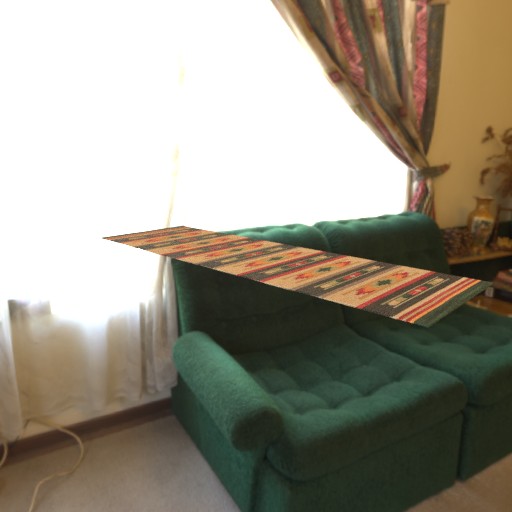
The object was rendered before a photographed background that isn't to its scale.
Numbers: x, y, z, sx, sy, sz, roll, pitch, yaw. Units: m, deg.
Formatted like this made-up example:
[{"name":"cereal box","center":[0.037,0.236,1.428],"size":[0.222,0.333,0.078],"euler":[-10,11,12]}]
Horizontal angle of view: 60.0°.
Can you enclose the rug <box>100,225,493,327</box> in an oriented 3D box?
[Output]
[{"name":"rug","center":[0.000,0.000,2.684],"size":[2.440,0.009,0.760],"euler":[12,18,42]}]
